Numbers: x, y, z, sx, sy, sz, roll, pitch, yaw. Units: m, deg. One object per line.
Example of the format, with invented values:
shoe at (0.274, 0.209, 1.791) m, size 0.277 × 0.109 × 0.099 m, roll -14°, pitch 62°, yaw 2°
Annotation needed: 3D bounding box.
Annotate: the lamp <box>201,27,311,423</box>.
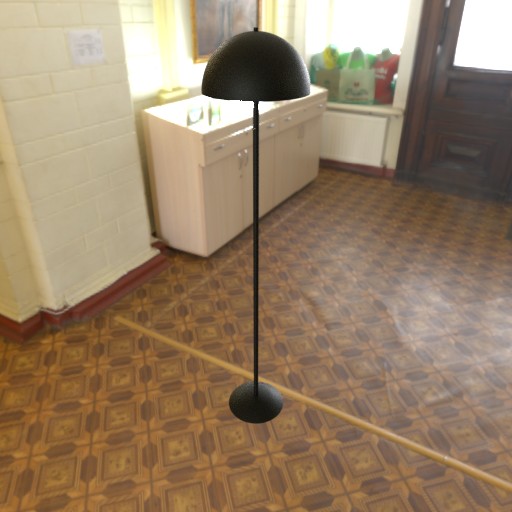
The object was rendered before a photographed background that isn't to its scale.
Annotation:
lamp at (0.000, 0.000, 1.614) m, size 0.328 × 1.480 × 0.328 m, roll -7°, pitch 30°, yaw -13°
